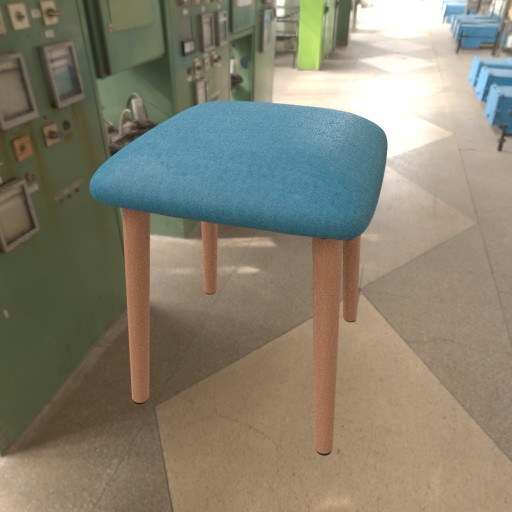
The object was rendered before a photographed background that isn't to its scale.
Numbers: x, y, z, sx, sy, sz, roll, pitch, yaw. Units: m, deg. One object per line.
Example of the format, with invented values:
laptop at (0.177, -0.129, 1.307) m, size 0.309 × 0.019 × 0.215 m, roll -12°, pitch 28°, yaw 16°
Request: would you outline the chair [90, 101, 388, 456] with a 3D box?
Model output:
chair at (0.000, 0.000, 0.729) m, size 0.360 × 0.450 × 0.360 m, roll 10°, pitch 34°, yaw 14°
